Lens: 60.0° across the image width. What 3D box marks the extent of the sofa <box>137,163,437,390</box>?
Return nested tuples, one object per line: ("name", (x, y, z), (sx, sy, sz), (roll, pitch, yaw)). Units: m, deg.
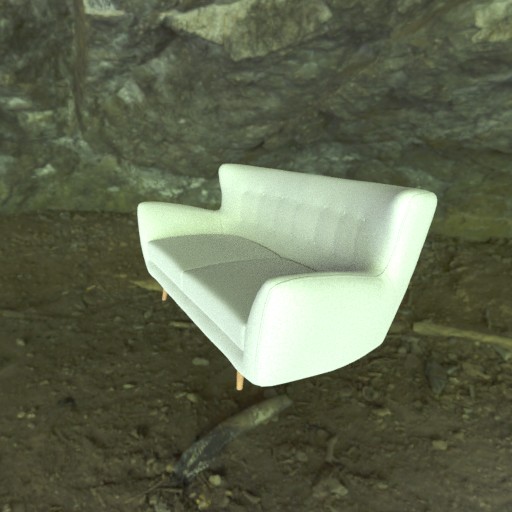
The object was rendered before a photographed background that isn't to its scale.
("sofa", (0.000, 0.000, 2.441), (0.899, 0.890, 1.930), (-8, 17, -26))
